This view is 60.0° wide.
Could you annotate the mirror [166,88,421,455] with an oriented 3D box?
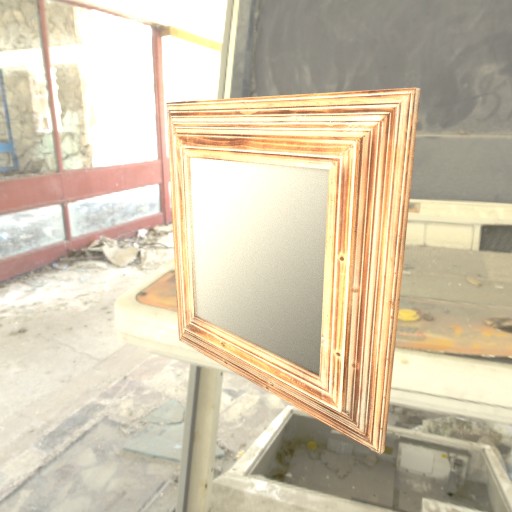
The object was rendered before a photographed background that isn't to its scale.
[{"bbox_3d":[0.000,0.000,1.187,0.061,0.804,0.804,-16,23,-42],"label":"mirror"}]
